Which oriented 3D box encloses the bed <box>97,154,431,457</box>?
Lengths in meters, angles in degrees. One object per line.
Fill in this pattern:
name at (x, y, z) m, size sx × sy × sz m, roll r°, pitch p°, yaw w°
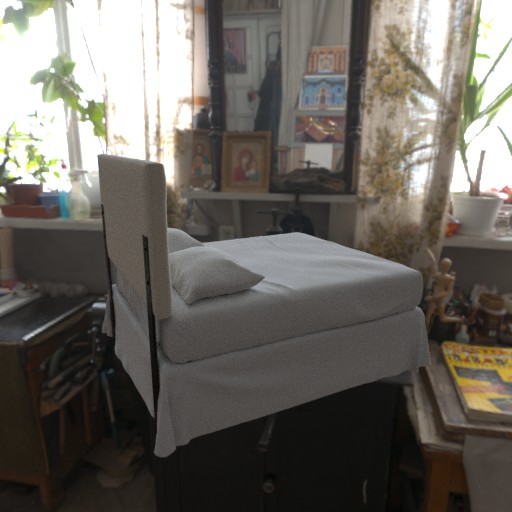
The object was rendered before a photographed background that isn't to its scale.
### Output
bed at (0.000, 0.000, 3.528) m, size 2.222 × 1.577 × 1.936 m, roll -8°, pitch 16°, yaw -27°
